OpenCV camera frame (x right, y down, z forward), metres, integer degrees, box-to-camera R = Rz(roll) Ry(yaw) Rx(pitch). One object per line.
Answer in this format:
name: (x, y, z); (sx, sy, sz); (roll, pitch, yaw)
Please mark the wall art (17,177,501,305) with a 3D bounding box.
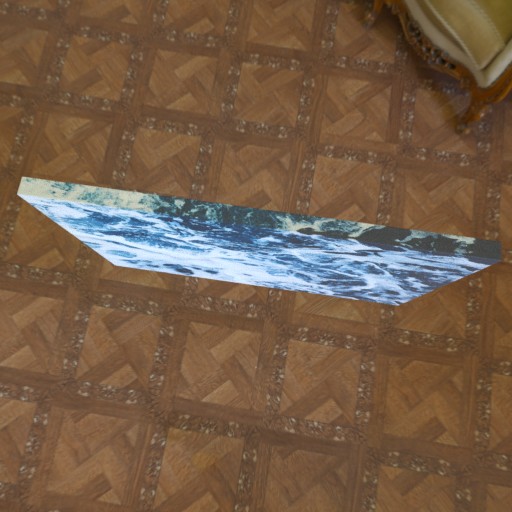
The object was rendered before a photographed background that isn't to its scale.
wall art: (0.000, 0.000, 1.126); (0.915, 0.610, 0.042); (8, 76, 2)
